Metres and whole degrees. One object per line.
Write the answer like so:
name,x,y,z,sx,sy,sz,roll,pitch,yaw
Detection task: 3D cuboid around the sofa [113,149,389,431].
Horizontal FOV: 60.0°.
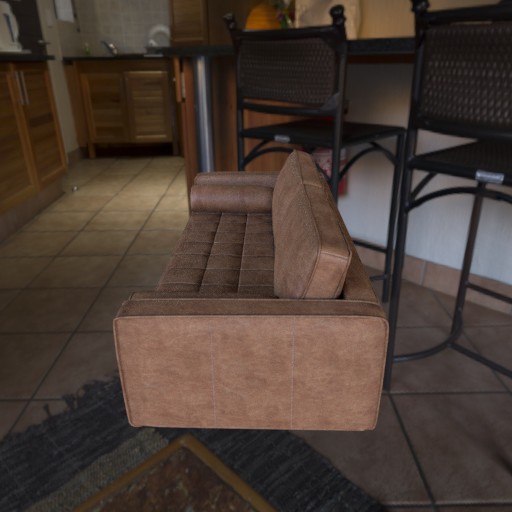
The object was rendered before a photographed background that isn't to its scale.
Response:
sofa,0.000,0.000,2.365,0.924,0.825,1.920,1,25,1
